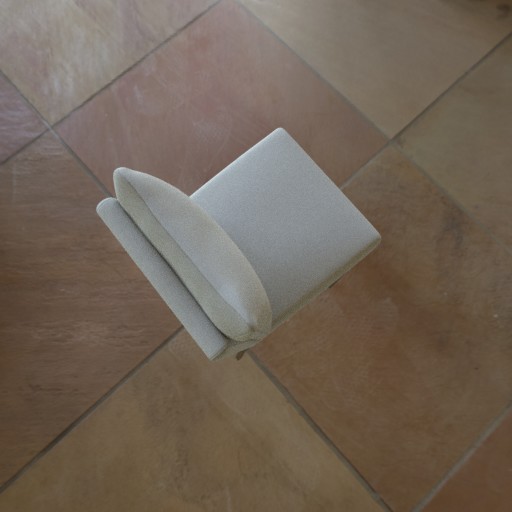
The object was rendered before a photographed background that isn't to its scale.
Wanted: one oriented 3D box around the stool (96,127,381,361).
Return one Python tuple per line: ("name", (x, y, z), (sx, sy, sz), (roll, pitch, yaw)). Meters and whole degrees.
("stool", (0.000, 0.000, 1.443), (0.572, 1.125, 0.463), (-38, 79, -9))
